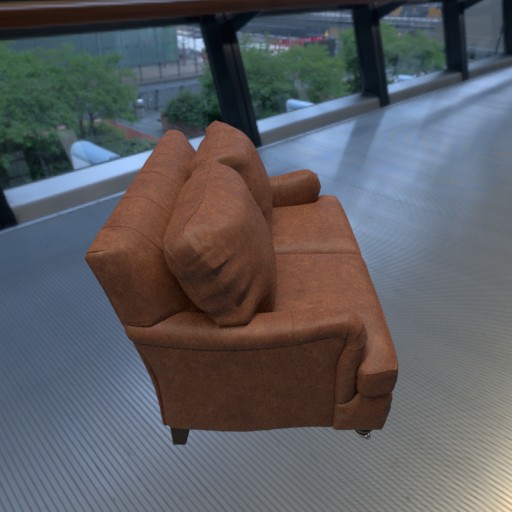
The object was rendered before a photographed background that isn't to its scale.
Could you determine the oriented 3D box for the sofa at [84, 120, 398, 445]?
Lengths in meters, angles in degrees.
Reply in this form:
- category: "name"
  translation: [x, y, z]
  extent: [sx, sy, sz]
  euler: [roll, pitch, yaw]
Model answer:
- category: "sofa"
  translation: [0.000, 0.000, 2.186]
  extent: [1.077, 1.004, 1.527]
  euler: [0, 31, 0]
